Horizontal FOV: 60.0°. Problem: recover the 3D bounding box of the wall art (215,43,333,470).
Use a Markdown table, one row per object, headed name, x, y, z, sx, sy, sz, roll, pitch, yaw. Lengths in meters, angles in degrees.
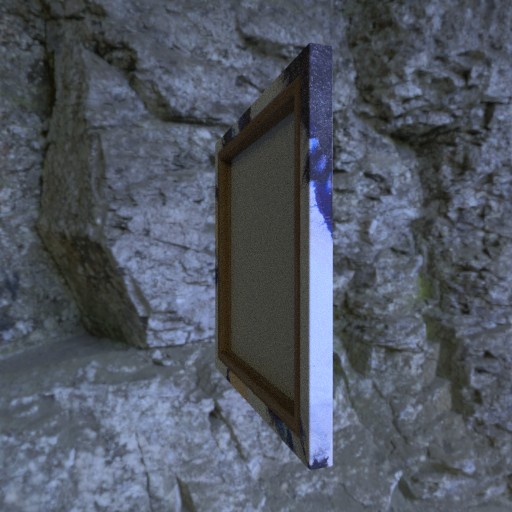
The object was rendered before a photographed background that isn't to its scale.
| name | x | y | z | sx | sy | sz | roll | pitch | yaw |
| --- | --- | --- | --- | --- | --- | --- | --- | --- | --- |
| wall art | 0.000 | 0.000 | 0.923 | 0.039 | 0.609 | 0.609 | 0 | 0 | -18 |
